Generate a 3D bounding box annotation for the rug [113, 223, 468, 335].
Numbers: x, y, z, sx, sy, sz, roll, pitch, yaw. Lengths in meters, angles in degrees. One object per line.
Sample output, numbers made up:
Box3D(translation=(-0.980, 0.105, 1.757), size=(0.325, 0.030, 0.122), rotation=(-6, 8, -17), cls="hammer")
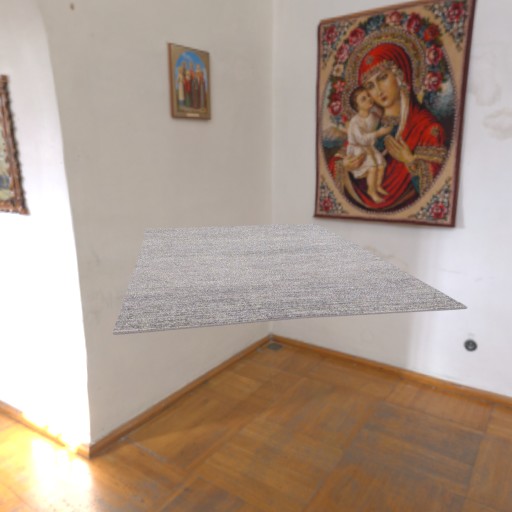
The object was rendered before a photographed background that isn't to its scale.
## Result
Box3D(translation=(0.000, 0.000, 3.025), size=(1.604, 0.030, 2.307), rotation=(-3, 14, -10), cls="rug")
